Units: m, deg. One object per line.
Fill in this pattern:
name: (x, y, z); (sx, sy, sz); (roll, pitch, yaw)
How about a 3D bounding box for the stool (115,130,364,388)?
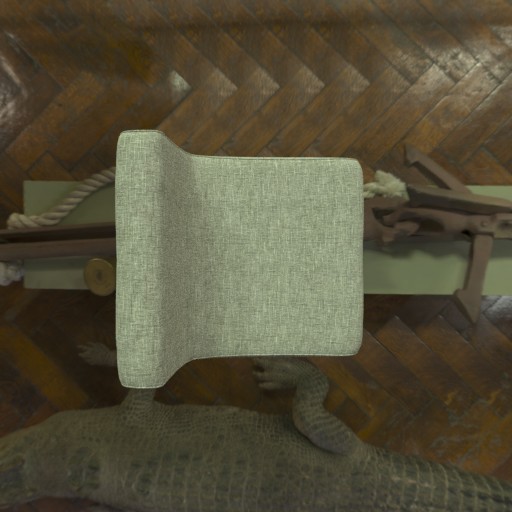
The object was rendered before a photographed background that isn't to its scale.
stool: (0.000, 0.000, 1.111); (0.459, 0.835, 0.417); (0, 91, 0)
